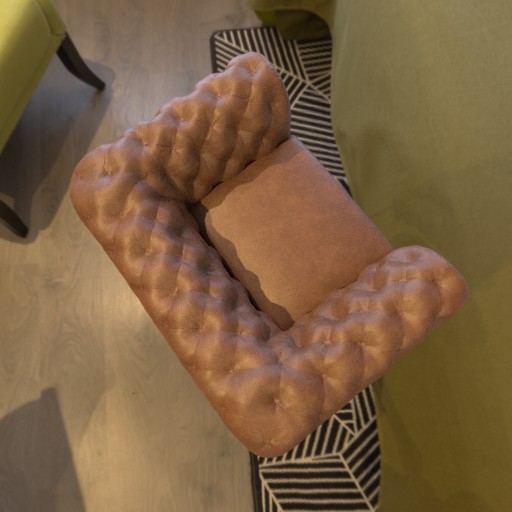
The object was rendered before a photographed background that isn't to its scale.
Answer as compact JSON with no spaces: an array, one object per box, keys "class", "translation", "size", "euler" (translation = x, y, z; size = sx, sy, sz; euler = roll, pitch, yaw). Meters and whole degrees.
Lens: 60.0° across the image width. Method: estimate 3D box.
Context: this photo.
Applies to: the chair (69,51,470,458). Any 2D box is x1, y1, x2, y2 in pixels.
[{"class":"chair","translation":[0.000,0.000,1.878],"size":[0.954,0.784,1.298],"euler":[-36,78,-9]}]
